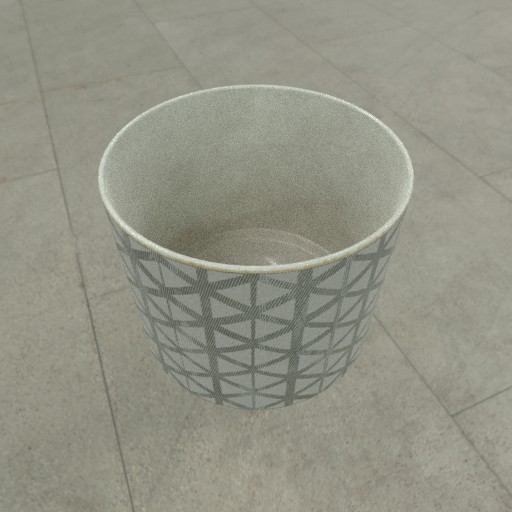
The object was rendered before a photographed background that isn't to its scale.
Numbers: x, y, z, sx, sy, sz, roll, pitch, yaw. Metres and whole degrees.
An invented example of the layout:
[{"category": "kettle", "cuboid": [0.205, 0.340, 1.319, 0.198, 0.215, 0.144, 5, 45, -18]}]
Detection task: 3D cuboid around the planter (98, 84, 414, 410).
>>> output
[{"category": "planter", "cuboid": [0.000, 0.000, 0.446, 0.250, 0.239, 0.250, 0, 47, 0]}]
